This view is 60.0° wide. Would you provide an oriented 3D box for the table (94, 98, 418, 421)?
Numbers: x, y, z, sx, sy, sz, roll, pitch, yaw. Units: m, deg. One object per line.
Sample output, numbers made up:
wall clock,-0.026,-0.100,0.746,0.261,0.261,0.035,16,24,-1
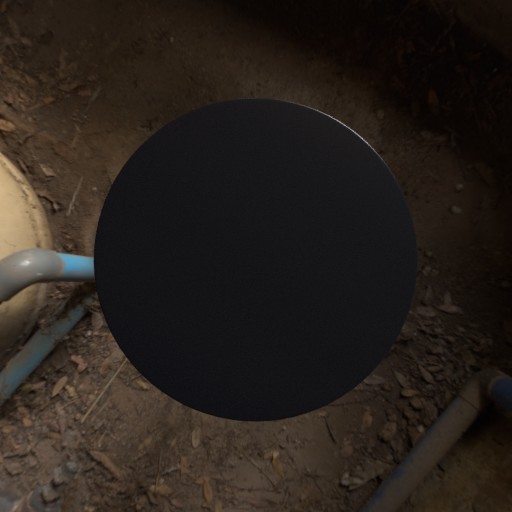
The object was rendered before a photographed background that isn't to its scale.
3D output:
table,0.000,0.000,0.981,0.481,0.665,0.481,0,91,0
